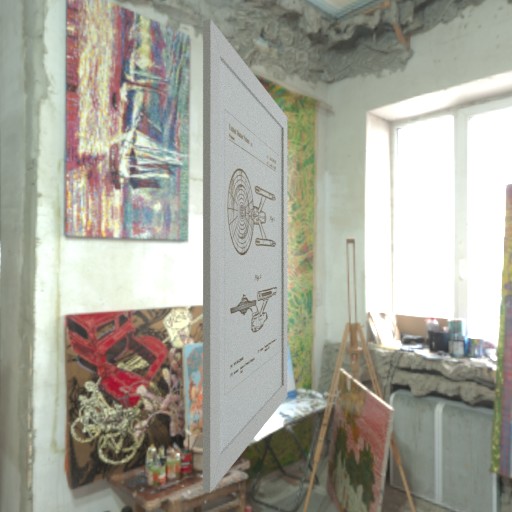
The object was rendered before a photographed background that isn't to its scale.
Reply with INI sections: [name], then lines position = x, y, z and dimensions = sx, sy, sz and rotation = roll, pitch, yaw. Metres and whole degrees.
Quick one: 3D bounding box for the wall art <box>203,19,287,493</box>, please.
[wall art]
position = 0.000, 0.000, 0.833
dimensions = 0.011, 0.659, 0.454
rotation = 0, 0, 18
